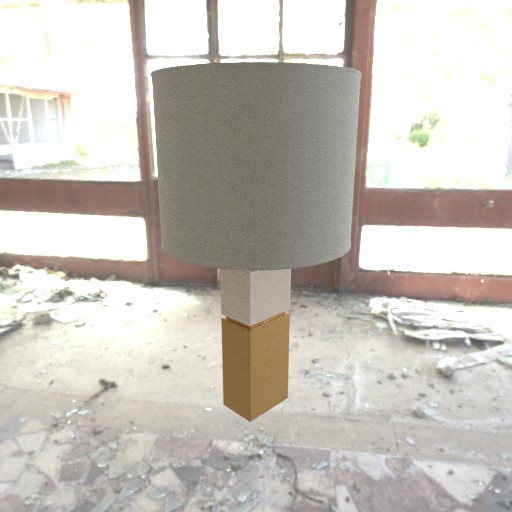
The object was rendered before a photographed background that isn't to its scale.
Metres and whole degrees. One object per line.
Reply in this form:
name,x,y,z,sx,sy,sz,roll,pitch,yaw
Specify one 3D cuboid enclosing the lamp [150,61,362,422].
lamp,0.000,0.000,0.551,0.229,0.417,0.229,-16,23,-43
